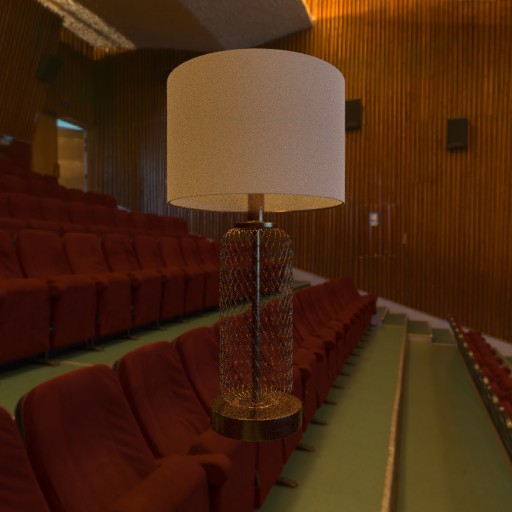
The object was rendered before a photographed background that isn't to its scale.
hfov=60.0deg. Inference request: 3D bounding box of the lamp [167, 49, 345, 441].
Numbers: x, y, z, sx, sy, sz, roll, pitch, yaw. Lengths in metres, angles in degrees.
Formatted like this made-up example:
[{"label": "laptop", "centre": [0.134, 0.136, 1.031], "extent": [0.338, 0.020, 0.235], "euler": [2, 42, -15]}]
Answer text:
[{"label": "lamp", "centre": [0.000, 0.000, 0.642], "extent": [0.252, 0.483, 0.252], "euler": [0, 0, 19]}]
